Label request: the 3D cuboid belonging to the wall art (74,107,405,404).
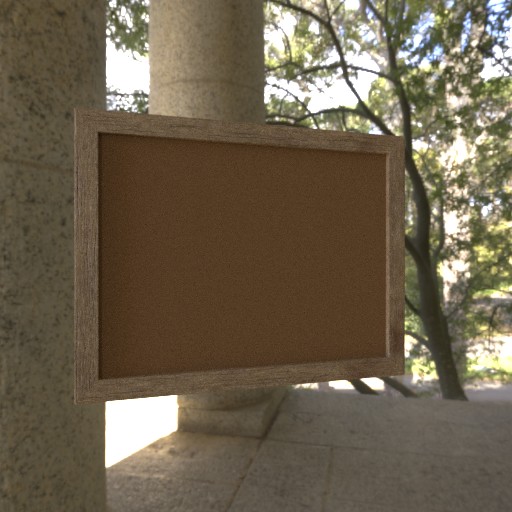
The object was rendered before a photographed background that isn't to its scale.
[{"bbox_3d":[0.000,0.000,0.909,0.690,0.535,0.026,0,0,-17],"label":"wall art"}]
